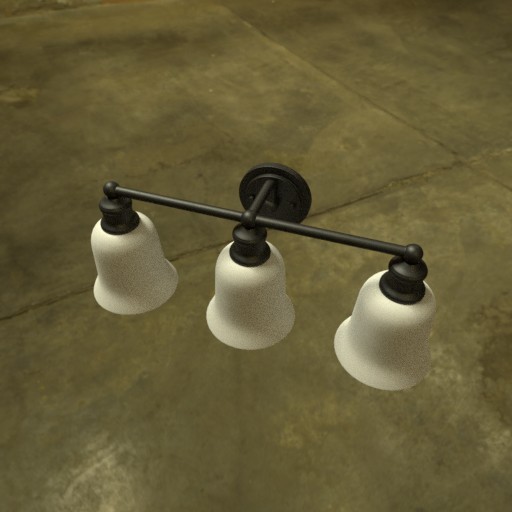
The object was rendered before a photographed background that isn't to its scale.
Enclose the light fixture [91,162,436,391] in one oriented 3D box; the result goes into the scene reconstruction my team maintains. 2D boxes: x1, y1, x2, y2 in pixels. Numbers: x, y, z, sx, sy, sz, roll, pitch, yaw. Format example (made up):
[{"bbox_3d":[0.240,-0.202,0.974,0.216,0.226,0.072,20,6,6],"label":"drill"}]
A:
[{"bbox_3d":[0.000,0.000,0.675,0.570,0.211,0.198,13,44,14],"label":"light fixture"}]
